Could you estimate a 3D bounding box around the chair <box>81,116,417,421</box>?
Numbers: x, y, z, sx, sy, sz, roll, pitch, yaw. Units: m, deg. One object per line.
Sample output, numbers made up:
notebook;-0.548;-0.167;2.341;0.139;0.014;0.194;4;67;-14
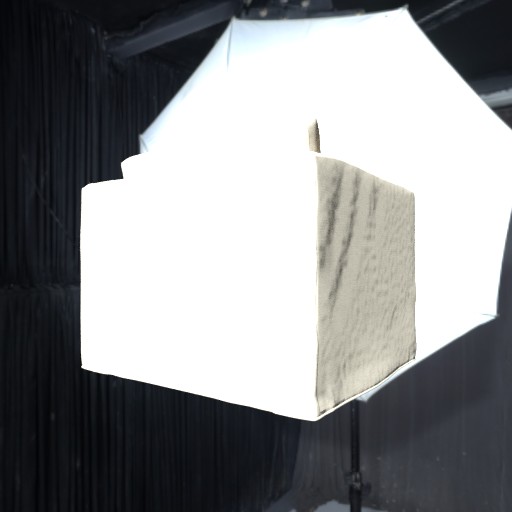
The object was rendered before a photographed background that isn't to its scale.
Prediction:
chair;0.000;0.000;1.797;1.057;0.867;0.949;-1;-1;35
